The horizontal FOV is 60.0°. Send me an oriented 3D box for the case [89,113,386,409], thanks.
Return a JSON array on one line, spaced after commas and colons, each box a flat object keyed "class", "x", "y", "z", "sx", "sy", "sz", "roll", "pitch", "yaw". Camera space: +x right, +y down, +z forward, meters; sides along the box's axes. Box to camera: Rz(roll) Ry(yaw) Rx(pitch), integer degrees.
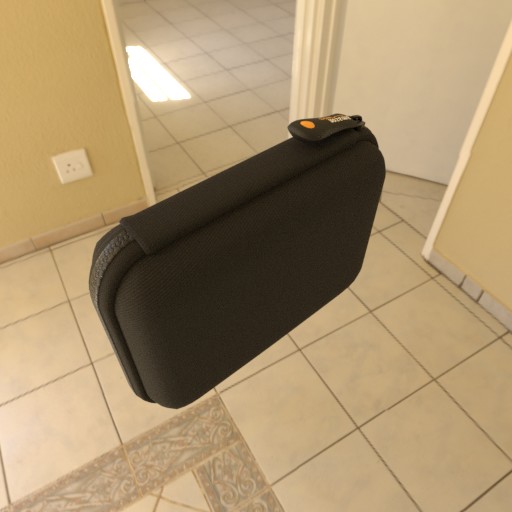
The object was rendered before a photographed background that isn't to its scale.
[{"class": "case", "x": 0.000, "y": 0.000, "z": 0.184, "sx": 0.132, "sy": 0.105, "sz": 0.038, "roll": -31, "pitch": 54, "yaw": -26}]
